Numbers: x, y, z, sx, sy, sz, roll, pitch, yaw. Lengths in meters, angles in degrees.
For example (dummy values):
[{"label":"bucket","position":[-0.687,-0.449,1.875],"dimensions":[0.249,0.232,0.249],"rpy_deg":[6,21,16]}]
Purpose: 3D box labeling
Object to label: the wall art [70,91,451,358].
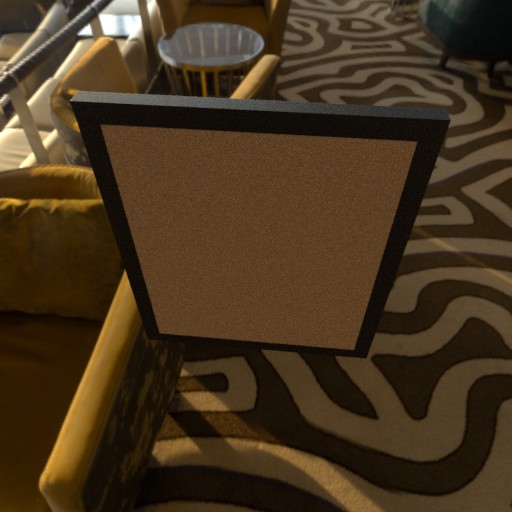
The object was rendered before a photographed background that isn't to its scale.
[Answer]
[{"label":"wall art","position":[0.000,0.000,0.695],"dimensions":[0.432,0.508,0.025],"rpy_deg":[4,47,4]}]
